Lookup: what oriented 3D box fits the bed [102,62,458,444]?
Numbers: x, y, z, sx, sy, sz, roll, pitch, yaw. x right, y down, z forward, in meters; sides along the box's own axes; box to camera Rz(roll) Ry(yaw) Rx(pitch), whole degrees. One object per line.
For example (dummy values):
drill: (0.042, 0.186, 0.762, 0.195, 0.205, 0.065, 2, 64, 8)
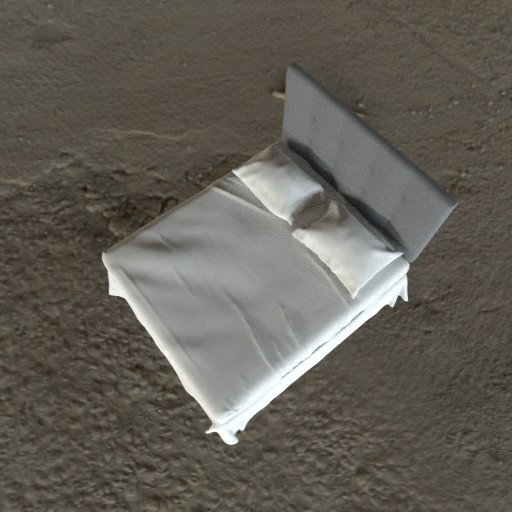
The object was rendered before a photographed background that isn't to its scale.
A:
bed: (0.000, 0.000, 3.531, 2.222, 1.577, 1.936, -36, 69, -16)
